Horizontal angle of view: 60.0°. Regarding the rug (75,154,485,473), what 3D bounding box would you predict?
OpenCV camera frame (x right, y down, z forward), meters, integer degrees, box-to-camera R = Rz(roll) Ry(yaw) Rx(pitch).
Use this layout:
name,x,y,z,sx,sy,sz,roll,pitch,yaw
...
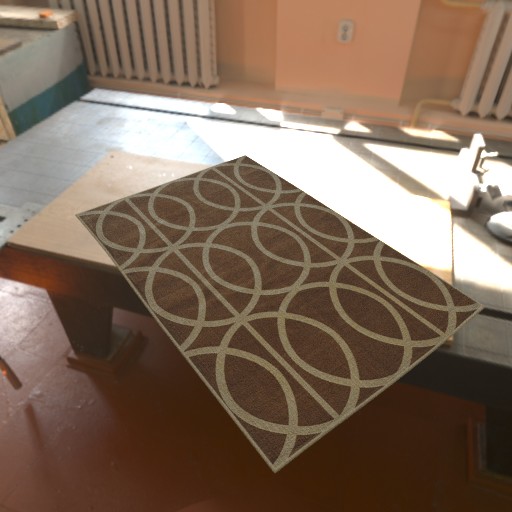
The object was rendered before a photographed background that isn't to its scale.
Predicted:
name,x,y,z,sx,sy,sz,roll,pitch,yaw
rug,0.000,0.000,2.830,1.526,0.014,2.290,-26,47,-28
